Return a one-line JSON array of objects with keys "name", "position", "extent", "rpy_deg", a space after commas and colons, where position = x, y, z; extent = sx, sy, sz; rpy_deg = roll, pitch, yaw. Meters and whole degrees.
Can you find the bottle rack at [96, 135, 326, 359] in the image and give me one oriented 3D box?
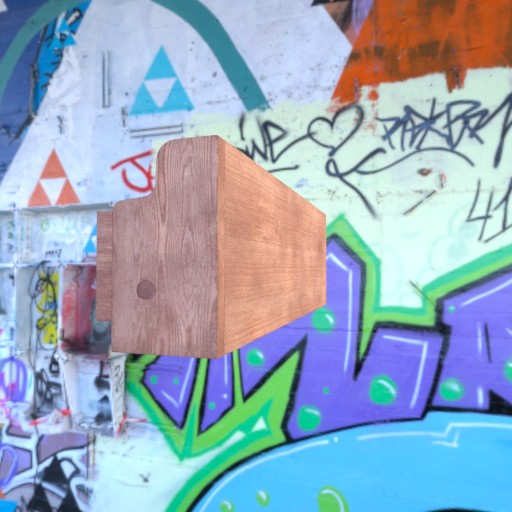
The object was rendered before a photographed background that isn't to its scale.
[{"name": "bottle rack", "position": [0.000, 0.000, 0.695], "extent": [0.126, 0.196, 0.608], "rpy_deg": [-1, -2, 18]}]
